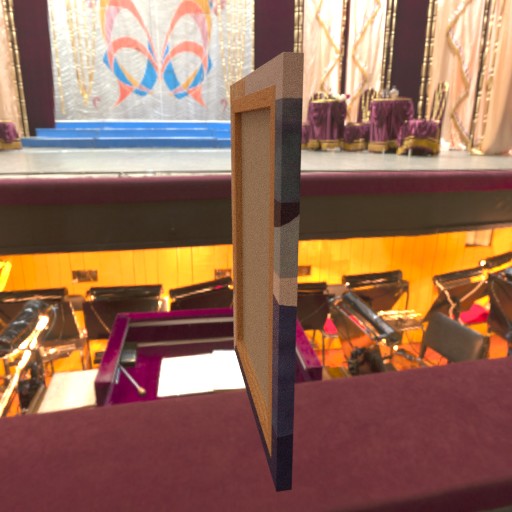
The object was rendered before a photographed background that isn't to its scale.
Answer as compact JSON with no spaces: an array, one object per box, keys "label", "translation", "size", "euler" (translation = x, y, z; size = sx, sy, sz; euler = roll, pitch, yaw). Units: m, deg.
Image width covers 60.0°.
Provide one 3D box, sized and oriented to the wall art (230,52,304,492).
[{"label":"wall art","translation":[0.000,0.000,0.804],"size":[0.026,0.613,0.458],"euler":[-3,17,-11]}]
